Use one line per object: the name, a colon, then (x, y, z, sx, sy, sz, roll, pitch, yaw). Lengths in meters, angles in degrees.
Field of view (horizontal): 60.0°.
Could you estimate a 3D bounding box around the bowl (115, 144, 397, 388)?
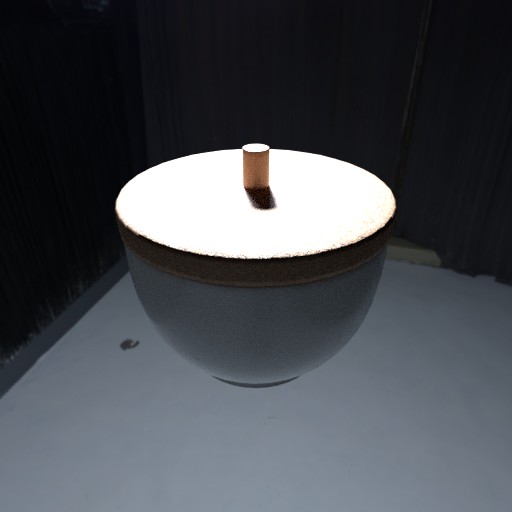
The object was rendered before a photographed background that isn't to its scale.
bowl: (0.000, 0.000, 0.222, 0.126, 0.110, 0.126, 0, 31, 0)
